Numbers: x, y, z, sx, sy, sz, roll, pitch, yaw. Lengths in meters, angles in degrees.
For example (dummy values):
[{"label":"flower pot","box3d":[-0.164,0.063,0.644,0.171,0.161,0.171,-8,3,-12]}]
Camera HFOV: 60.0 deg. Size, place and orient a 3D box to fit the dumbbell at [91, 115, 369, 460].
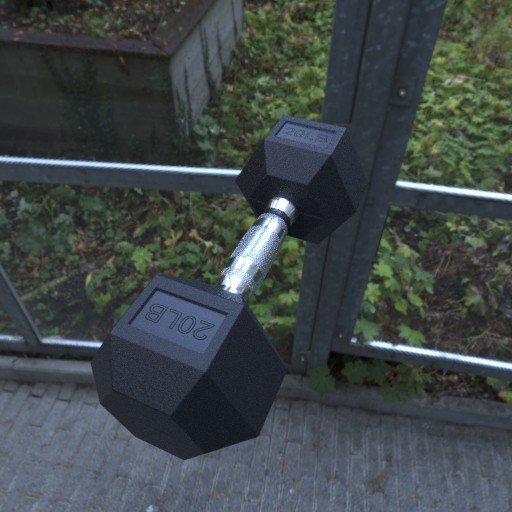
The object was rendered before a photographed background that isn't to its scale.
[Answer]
[{"label":"dumbbell","box3d":[0.000,0.000,0.317,0.106,0.092,0.272,17,48,16]}]
